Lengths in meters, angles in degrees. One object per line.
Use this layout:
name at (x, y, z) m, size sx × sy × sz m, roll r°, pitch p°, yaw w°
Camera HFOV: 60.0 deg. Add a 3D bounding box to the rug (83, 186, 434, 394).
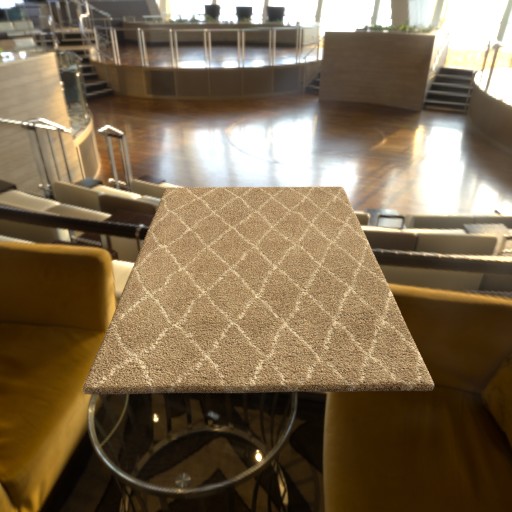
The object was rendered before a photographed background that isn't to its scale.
rug at (0.000, 0.000, 2.283) m, size 1.219 × 0.030 × 1.778 m, roll 0°, pitch 32°, yaw -1°
